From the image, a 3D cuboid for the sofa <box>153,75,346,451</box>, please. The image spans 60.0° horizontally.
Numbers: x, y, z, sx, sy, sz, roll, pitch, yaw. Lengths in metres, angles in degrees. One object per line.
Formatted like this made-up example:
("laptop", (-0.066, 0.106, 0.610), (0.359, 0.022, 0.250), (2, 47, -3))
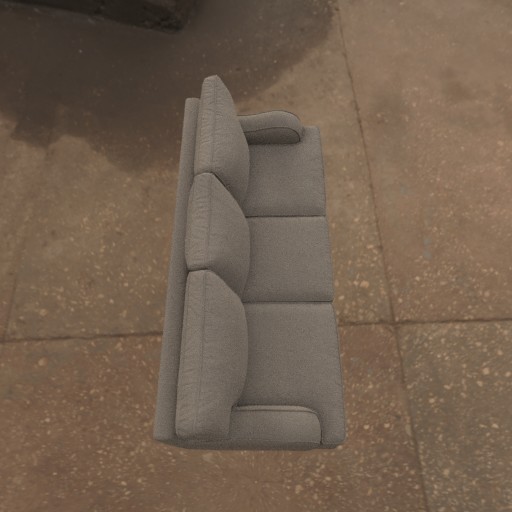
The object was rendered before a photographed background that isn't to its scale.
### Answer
("sofa", (0.000, 0.000, 2.915), (1.016, 0.991, 2.323), (0, 63, 0))
